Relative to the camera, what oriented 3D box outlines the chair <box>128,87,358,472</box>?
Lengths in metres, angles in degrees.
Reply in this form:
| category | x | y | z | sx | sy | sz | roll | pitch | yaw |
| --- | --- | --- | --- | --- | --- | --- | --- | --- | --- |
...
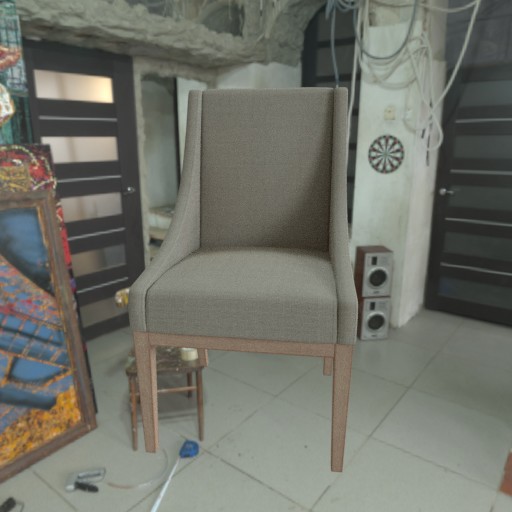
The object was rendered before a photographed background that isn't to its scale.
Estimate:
| category | x | y | z | sx | sy | sz | roll | pitch | yaw |
| --- | --- | --- | --- | --- | --- | --- | --- | --- | --- |
| chair | 0.000 | 0.000 | 1.361 | 0.575 | 1.021 | 0.611 | 2 | 15 | 8 |
